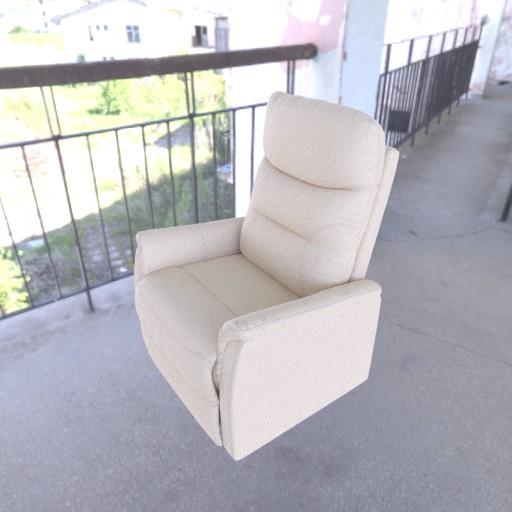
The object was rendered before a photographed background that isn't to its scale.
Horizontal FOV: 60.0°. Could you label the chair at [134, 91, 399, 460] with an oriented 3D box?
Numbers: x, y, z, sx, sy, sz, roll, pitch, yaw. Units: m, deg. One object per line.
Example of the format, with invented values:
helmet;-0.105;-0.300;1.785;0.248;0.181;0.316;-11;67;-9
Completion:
chair;0.000;0.000;1.687;0.831;1.082;0.775;-20;35;-31
